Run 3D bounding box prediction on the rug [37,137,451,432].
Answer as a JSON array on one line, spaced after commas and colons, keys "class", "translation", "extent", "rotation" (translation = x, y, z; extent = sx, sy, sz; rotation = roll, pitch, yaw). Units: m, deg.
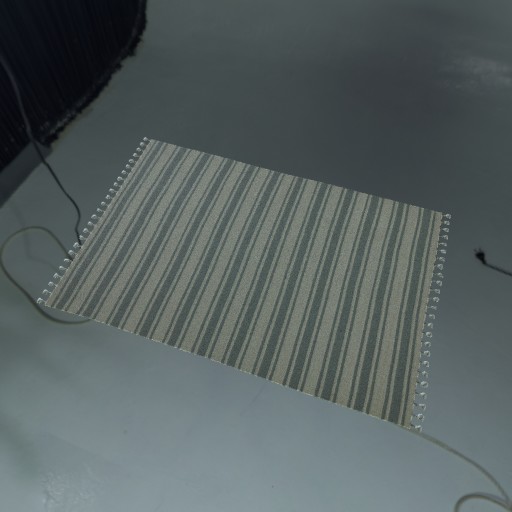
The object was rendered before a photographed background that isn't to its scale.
[{"class": "rug", "translation": [0.000, 0.000, 2.968], "extent": [2.410, 0.011, 1.539], "rotation": [16, 60, 10]}]
